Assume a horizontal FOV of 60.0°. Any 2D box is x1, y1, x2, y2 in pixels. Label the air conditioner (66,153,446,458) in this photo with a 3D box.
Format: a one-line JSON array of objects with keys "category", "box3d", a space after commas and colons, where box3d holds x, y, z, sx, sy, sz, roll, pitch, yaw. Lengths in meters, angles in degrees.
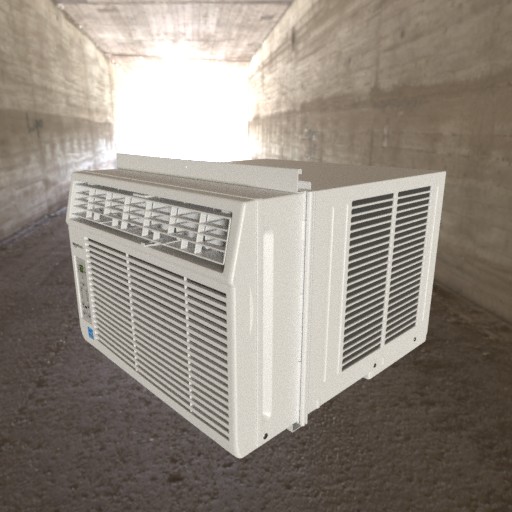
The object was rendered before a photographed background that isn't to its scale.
[{"category": "air conditioner", "box3d": [0.000, 0.000, 0.874, 0.546, 0.388, 0.503, -15, 22, -42]}]
